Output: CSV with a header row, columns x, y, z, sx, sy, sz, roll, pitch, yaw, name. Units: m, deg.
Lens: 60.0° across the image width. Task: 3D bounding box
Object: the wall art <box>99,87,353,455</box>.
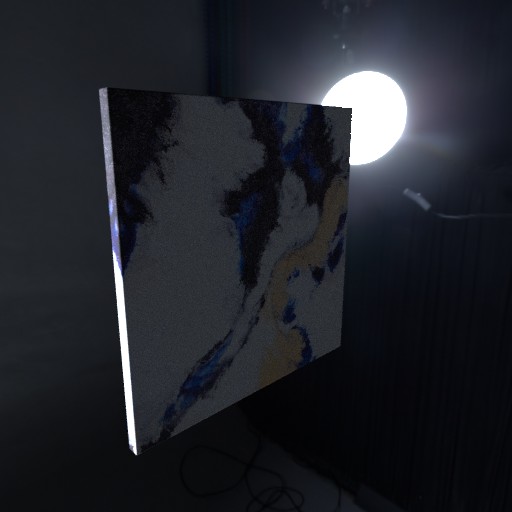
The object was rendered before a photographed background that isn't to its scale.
x,y,z,sx,sy,sz,roll,pitch,yaw,name
0.000,0.000,1.330,0.887,0.885,0.038,-14,20,-42,wall art
